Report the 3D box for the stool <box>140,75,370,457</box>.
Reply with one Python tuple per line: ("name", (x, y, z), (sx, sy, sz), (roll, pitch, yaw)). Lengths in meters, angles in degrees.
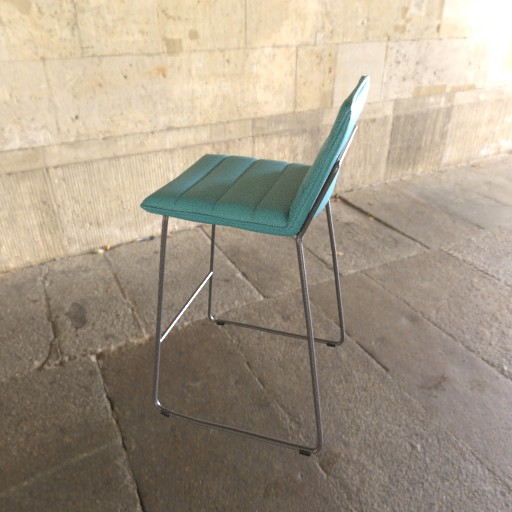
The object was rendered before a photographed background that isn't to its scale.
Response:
("stool", (0.000, 0.000, 1.253), (0.524, 0.936, 0.489), (9, 31, 15))
